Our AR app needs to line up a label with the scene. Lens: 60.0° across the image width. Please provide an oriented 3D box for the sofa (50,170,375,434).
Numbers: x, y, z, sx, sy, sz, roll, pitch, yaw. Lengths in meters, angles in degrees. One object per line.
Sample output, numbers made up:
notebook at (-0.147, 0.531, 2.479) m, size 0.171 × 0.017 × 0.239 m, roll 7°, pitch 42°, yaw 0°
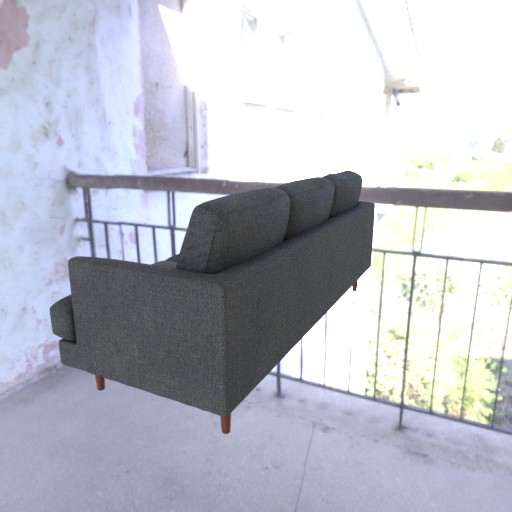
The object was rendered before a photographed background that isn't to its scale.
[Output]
sofa at (0.000, 0.000, 2.670) m, size 0.903 × 0.930 × 2.246 m, roll 8°, pitch 17°, yaw 26°
